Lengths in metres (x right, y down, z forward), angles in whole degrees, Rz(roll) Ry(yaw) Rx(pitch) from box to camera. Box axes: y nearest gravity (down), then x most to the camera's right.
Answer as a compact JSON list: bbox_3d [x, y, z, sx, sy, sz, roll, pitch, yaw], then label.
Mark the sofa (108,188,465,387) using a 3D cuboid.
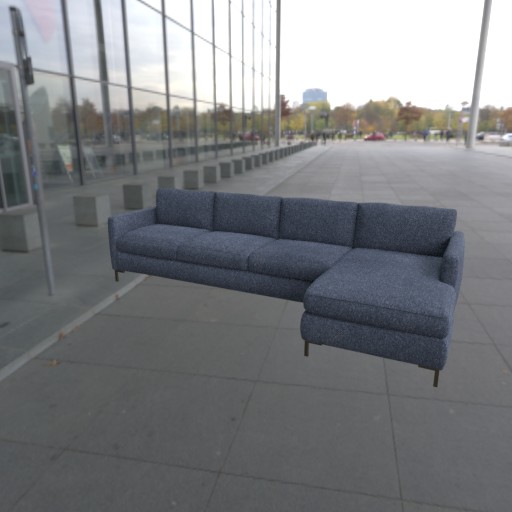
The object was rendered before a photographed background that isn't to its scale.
[{"bbox_3d":[0.000,0.000,3.471,2.932,0.810,1.350,8,17,26],"label":"sofa"}]
